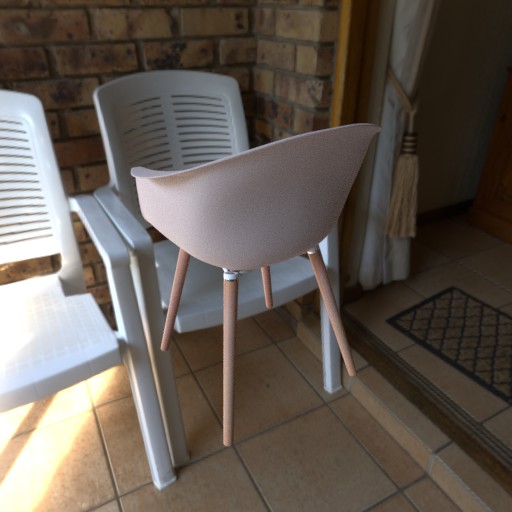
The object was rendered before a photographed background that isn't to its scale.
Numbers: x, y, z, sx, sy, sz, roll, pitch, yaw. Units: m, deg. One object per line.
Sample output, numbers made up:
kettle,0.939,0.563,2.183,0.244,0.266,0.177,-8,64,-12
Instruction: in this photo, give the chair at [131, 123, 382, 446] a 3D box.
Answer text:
chair,0.000,0.000,1.184,0.593,0.781,0.504,-19,35,-29
